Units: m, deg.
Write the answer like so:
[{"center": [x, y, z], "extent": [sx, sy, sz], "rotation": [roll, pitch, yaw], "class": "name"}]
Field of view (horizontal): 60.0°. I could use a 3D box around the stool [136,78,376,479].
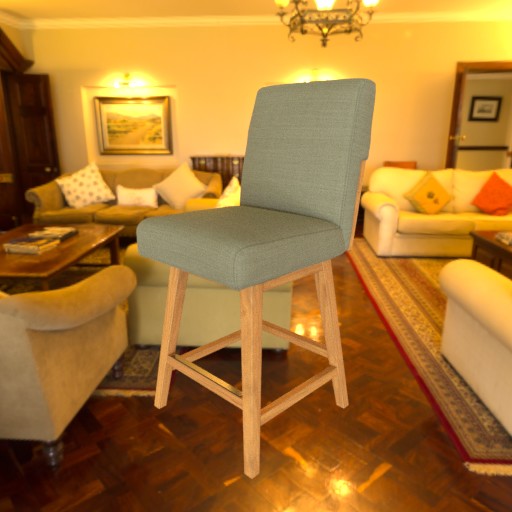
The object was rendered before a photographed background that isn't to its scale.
[{"center": [0.000, 0.000, 1.338], "extent": [0.459, 1.019, 0.570], "rotation": [15, 22, 42], "class": "stool"}]
